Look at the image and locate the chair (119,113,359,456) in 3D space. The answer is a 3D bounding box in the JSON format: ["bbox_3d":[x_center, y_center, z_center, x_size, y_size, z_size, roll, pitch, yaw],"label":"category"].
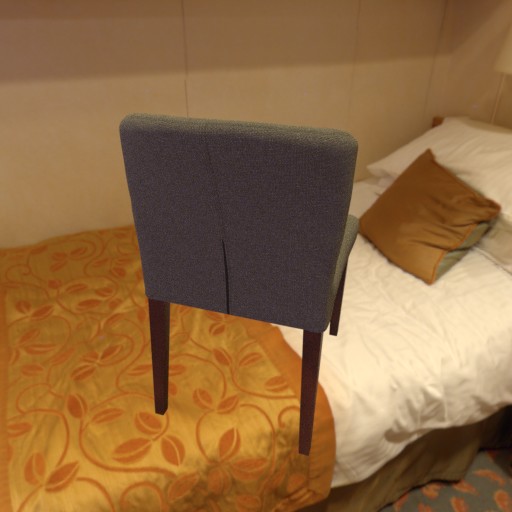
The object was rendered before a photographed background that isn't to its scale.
[{"bbox_3d":[0.000,0.000,1.184,0.491,0.839,0.589,9,32,15],"label":"chair"}]
